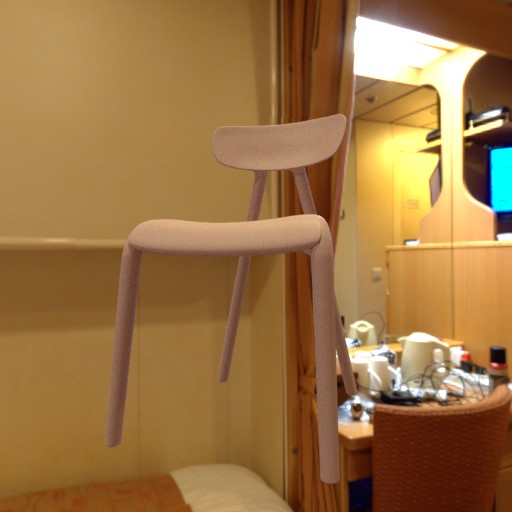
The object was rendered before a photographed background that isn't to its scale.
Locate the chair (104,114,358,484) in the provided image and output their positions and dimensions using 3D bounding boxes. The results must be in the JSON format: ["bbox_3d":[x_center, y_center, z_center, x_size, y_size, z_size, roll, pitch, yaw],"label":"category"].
[{"bbox_3d":[0.000,0.000,0.802,0.356,0.580,0.401,0,0,19],"label":"chair"}]
